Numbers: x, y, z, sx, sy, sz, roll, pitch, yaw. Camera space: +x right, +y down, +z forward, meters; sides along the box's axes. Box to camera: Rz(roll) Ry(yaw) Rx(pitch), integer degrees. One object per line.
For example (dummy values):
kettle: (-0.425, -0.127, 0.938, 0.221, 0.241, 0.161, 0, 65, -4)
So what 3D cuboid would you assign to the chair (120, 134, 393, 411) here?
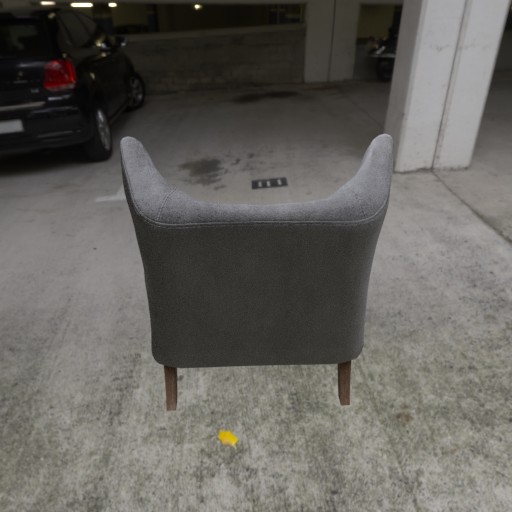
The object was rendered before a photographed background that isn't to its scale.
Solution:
chair: (0.000, 0.000, 1.620, 0.784, 0.950, 0.906, -1, 30, -2)
